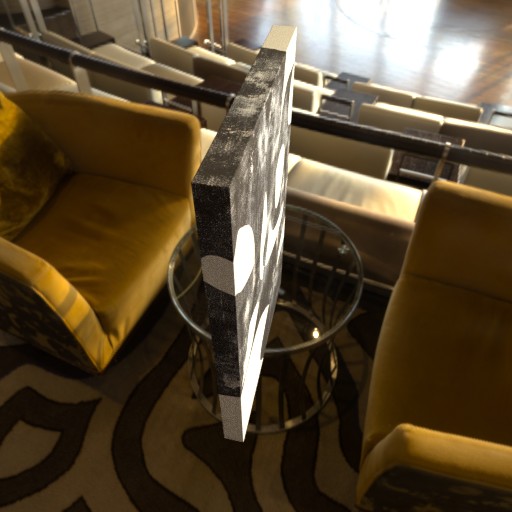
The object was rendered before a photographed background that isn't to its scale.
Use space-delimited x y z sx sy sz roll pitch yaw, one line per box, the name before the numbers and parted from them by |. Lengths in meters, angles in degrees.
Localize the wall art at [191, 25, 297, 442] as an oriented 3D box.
wall art | 0.000 0.000 0.766 0.039 0.610 0.407 9 47 8
